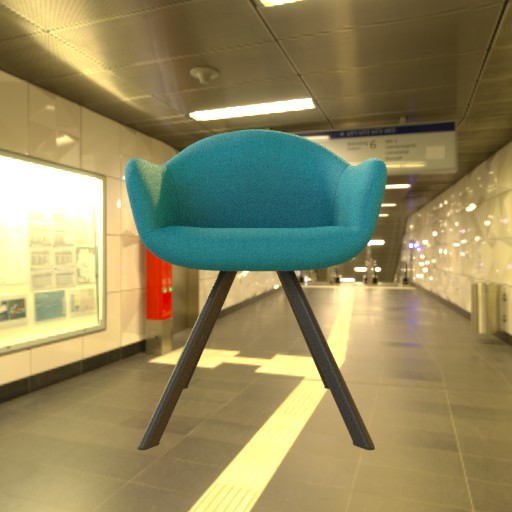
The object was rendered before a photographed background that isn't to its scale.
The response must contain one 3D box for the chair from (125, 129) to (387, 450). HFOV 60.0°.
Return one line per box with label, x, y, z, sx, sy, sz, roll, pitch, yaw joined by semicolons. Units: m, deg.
chair;0.000;0.000;1.182;0.590;0.795;0.550;0;0;0
